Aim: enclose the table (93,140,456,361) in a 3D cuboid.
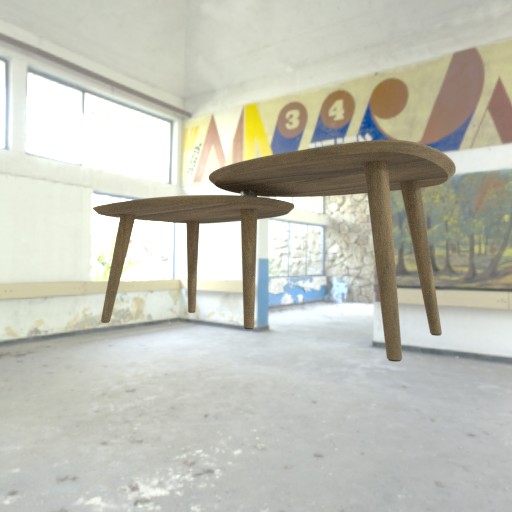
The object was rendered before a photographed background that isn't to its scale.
[{"bbox_3d":[0.000,0.000,1.312,1.084,0.429,0.527,-1,-1,37],"label":"table"}]
